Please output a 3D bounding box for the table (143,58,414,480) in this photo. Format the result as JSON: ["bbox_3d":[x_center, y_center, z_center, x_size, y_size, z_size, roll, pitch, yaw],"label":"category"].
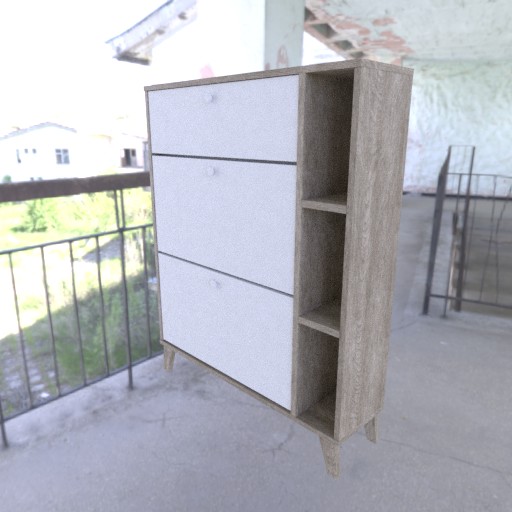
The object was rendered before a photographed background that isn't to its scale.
[{"bbox_3d":[0.000,0.000,1.522,0.902,1.135,0.256,15,22,43],"label":"table"}]
